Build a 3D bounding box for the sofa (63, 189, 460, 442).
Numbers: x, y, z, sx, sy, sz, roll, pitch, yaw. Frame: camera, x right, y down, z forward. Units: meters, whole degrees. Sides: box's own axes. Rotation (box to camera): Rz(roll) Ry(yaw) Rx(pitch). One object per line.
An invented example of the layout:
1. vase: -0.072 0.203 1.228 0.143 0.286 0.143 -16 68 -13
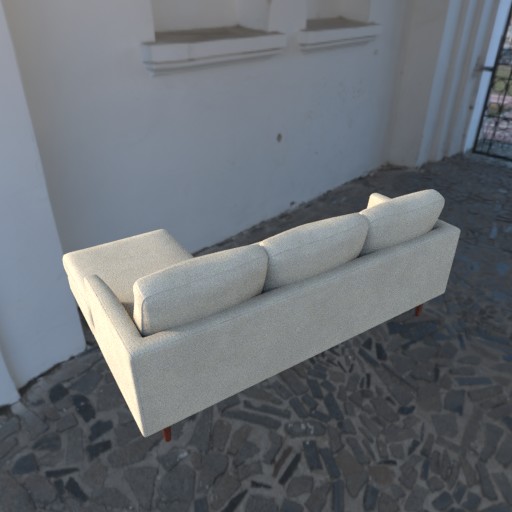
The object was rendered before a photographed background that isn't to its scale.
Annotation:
1. sofa: 0.000 0.000 3.014 2.233 0.956 1.504 -18 35 -28
